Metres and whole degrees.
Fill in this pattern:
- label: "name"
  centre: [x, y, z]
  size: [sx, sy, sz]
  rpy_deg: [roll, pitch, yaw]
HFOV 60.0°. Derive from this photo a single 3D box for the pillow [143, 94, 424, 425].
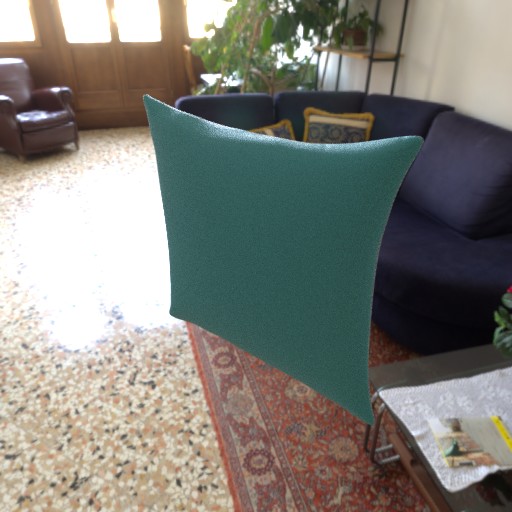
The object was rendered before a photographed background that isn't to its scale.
- label: "pillow"
  centre: [0.000, 0.000, 0.780]
  size: [0.514, 0.497, 0.150]
  rpy_deg: [21, 36, 33]
